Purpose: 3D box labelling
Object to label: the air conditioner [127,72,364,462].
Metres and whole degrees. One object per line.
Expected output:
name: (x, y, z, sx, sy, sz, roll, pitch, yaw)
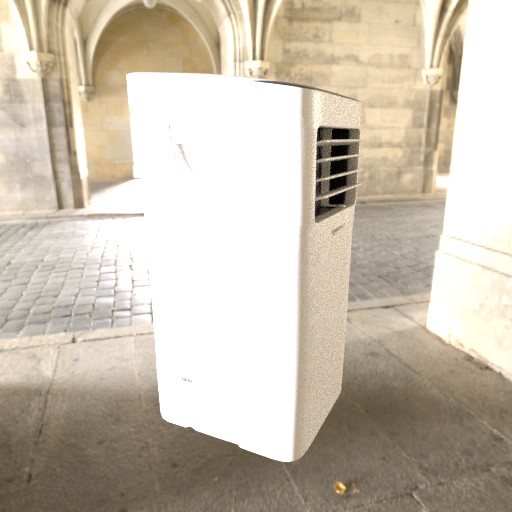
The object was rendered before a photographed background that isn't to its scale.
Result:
air conditioner: (0.000, 0.000, 0.930, 0.369, 0.716, 0.352, 7, 17, 26)
